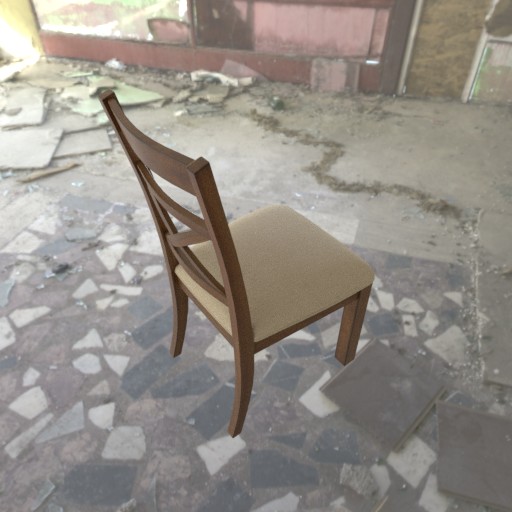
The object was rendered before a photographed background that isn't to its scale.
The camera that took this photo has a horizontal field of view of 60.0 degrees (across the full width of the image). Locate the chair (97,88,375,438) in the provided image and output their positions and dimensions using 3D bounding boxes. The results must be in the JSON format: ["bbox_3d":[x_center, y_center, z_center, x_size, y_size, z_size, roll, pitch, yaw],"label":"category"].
[{"bbox_3d":[0.000,0.000,1.270,0.581,0.949,0.461,-26,47,-27],"label":"chair"}]
